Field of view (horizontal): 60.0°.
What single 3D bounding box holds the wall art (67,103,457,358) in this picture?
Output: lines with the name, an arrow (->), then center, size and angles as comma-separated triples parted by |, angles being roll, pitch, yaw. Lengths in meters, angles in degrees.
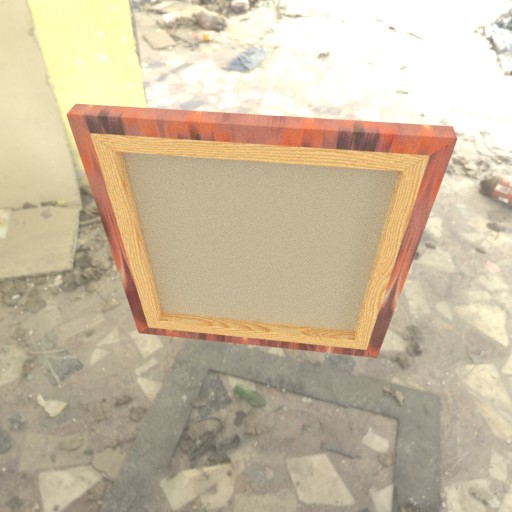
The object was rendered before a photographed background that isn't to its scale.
wall art -> 0.000, 0.000, 0.908 | 0.603, 0.609, 0.037 | 5, 46, 5
